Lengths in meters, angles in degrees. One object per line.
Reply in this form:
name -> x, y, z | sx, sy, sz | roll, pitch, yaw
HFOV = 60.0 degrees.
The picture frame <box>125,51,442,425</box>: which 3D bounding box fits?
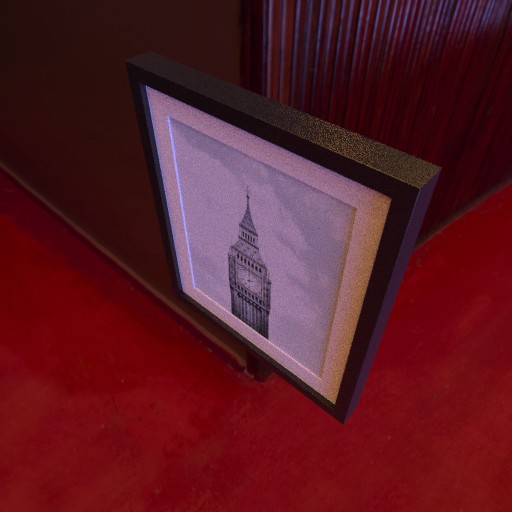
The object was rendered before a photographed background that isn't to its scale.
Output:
picture frame -> 0.000, 0.000, 0.522 | 0.328, 0.378, 0.034 | 32, 54, 27
